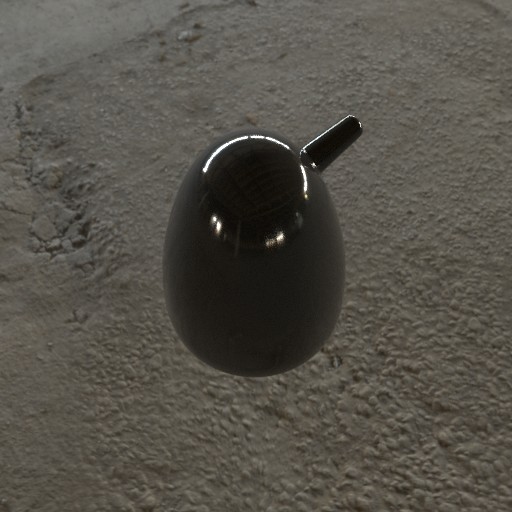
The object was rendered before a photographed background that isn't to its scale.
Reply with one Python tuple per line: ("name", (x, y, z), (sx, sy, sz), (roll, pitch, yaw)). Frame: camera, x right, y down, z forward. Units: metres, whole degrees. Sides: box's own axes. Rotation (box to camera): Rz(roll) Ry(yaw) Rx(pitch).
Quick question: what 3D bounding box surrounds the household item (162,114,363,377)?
("household item", (0.000, 0.000, 0.228), (0.104, 0.152, 0.102), (-28, 63, -16))
